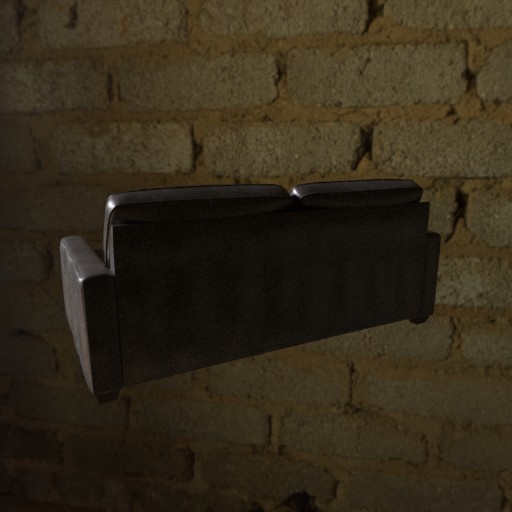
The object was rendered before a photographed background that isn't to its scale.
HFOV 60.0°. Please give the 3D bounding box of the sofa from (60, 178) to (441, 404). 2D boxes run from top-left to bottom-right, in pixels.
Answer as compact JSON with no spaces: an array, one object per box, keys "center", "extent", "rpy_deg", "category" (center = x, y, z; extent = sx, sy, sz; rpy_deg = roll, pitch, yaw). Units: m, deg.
[{"center":[0.000,0.000,2.631],"extent":[2.081,0.916,0.939],"rpy_deg":[-7,15,-27],"category":"sofa"}]
